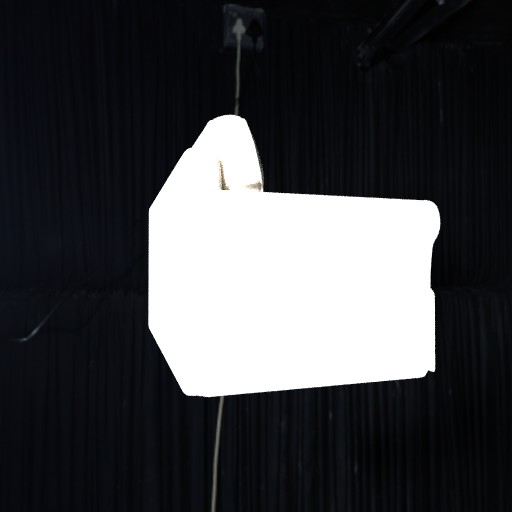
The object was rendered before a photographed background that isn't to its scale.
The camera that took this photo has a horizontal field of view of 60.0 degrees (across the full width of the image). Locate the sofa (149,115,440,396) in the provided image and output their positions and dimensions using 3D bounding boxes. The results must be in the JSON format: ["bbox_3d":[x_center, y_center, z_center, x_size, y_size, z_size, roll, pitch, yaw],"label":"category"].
[{"bbox_3d":[0.000,0.000,2.338,0.991,0.940,1.727,0,-1,-18],"label":"sofa"}]
